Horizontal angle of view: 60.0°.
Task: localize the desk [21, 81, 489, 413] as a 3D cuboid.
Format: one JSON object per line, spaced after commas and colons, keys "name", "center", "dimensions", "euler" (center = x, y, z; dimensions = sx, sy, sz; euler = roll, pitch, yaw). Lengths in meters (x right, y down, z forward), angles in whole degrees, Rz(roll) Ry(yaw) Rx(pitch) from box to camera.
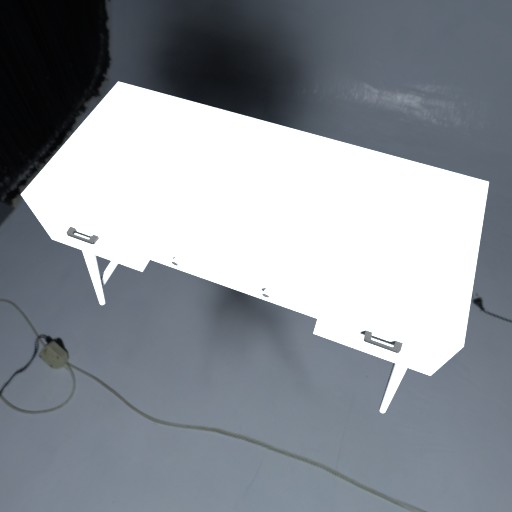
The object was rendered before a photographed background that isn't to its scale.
{"name": "desk", "center": [0.000, 0.000, 1.674], "dimensions": [1.313, 0.762, 0.589], "euler": [18, 60, 11]}
